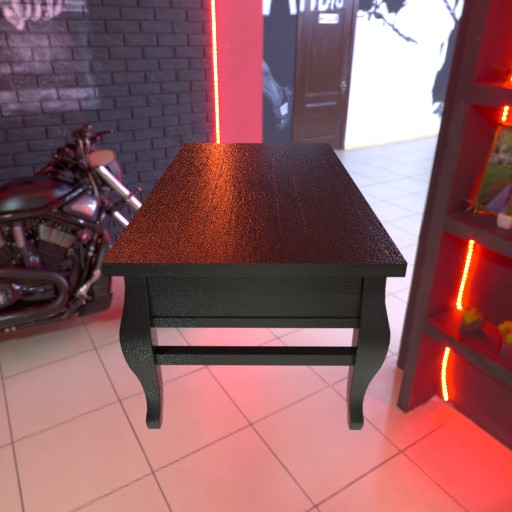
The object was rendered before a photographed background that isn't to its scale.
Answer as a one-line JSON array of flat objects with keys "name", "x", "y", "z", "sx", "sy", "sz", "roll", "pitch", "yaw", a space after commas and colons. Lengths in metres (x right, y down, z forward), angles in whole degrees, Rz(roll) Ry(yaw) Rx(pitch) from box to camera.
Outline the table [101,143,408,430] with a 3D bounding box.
[{"name": "table", "x": 0.000, "y": 0.000, "z": 1.427, "sx": 0.600, "sy": 0.494, "sz": 1.062, "roll": 0, "pitch": 26, "yaw": 0}]
